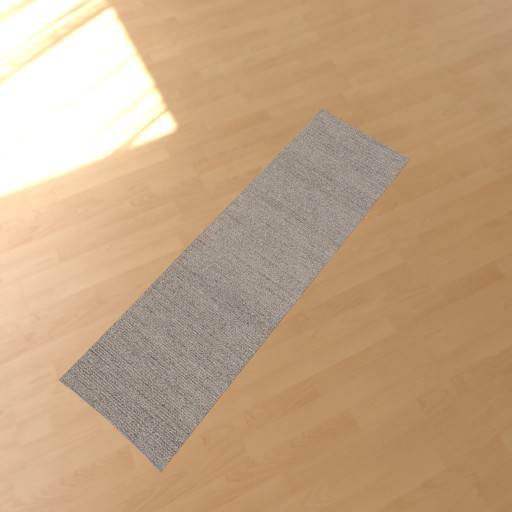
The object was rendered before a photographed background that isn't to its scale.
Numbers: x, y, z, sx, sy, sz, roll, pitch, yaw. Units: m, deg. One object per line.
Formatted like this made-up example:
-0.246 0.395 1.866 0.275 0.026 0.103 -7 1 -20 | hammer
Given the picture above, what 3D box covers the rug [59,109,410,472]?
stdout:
0.000 0.000 2.533 0.692 0.032 2.320 35 69 16 | rug
